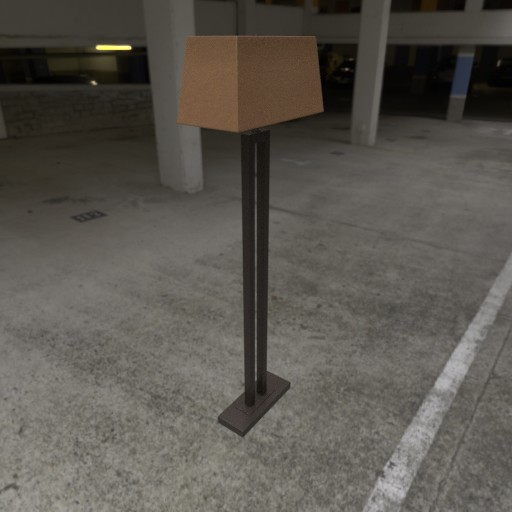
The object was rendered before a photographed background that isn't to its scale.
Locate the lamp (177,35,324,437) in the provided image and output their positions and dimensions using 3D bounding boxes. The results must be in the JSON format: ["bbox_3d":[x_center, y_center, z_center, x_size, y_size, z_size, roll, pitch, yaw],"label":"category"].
[{"bbox_3d":[0.000,0.000,1.645,0.233,1.469,0.475,18,31,32],"label":"lamp"}]
